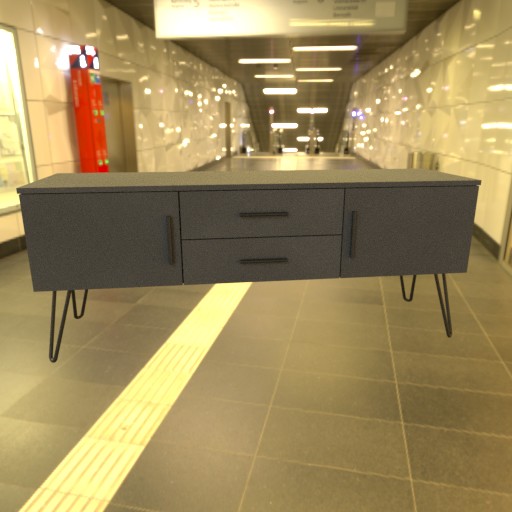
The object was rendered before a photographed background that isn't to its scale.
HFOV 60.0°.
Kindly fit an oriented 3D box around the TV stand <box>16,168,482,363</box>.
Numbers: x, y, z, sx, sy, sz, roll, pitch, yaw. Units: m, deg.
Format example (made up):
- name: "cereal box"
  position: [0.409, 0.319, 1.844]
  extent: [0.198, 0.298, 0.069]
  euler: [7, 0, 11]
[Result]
- name: "TV stand"
  position: [0.000, 0.000, 1.581]
  extent: [1.400, 0.560, 0.400]
  euler: [-2, 17, -7]
